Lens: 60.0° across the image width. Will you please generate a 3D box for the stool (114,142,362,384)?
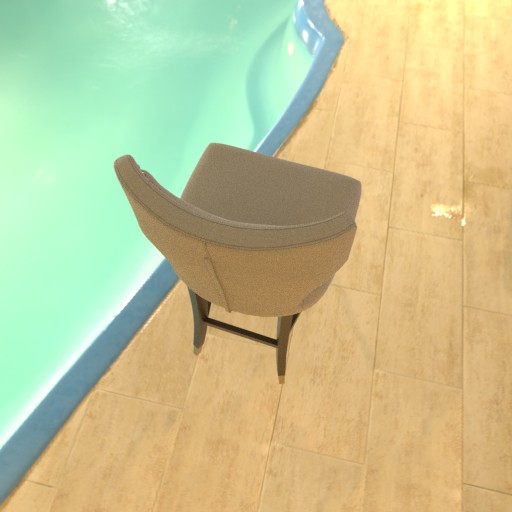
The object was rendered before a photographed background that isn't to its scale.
[{"bbox_3d":[0.000,0.000,1.405,0.526,1.092,0.563,17,62,9],"label":"stool"}]
